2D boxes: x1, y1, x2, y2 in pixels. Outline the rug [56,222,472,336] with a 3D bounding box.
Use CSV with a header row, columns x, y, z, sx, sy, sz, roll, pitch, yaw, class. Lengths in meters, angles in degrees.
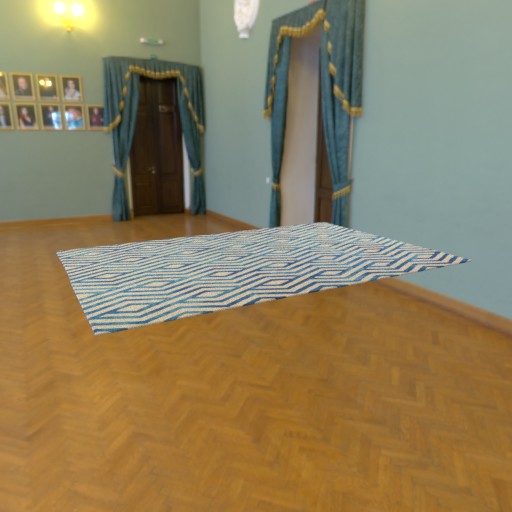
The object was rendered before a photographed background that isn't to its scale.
x,y,z,sx,sy,sz,roll,pitch,yaw,class
0.000,0.000,2.339,1.830,0.008,1.225,-8,17,-28,rug
